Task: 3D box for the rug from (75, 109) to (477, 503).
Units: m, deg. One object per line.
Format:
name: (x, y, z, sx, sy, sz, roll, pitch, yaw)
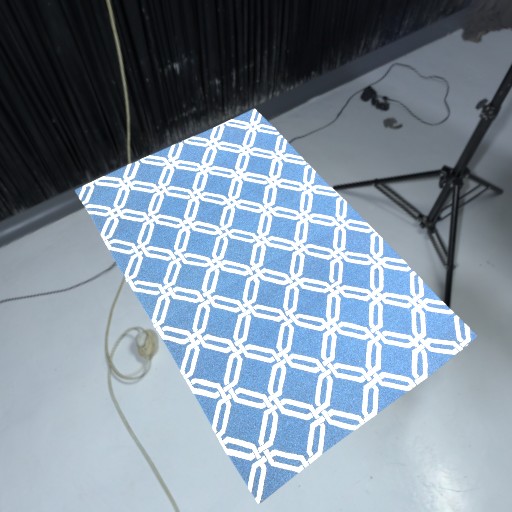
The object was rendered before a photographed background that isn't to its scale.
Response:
rug: (0.000, 0.000, 2.125, 1.153, 0.010, 1.755, -30, 63, -17)
